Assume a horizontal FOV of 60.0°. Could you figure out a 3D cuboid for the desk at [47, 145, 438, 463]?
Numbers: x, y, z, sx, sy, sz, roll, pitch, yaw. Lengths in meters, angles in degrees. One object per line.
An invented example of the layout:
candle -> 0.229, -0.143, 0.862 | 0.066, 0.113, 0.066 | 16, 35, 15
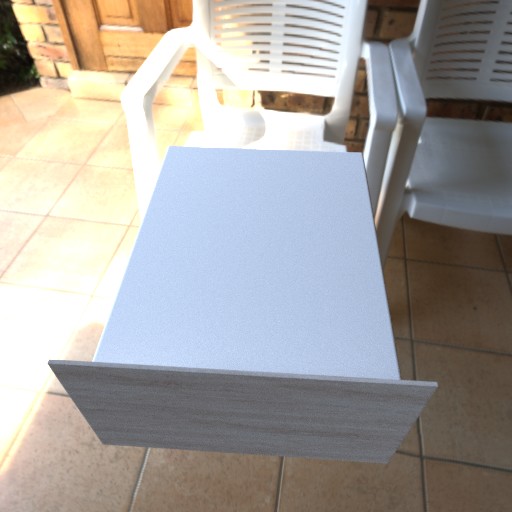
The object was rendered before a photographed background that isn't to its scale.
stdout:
desk -> 0.000, 0.000, 2.517 | 1.400, 0.800, 1.900 | 3, 47, 3
